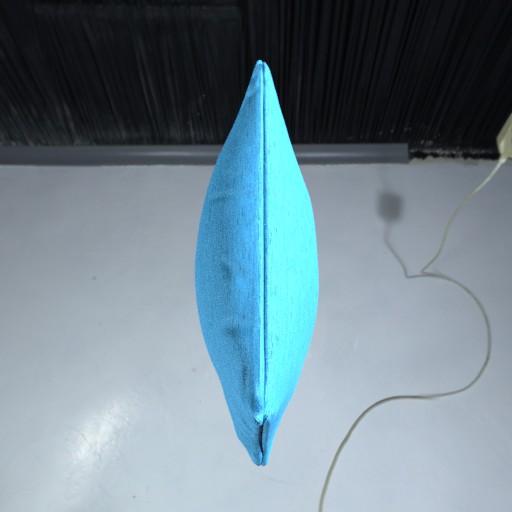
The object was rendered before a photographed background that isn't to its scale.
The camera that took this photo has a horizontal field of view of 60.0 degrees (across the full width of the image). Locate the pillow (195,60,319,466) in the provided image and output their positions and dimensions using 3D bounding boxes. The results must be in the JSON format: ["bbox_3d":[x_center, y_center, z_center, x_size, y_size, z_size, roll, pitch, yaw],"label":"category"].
[{"bbox_3d":[0.000,0.000,0.775,0.210,0.338,0.633,0,58,0],"label":"pillow"}]
